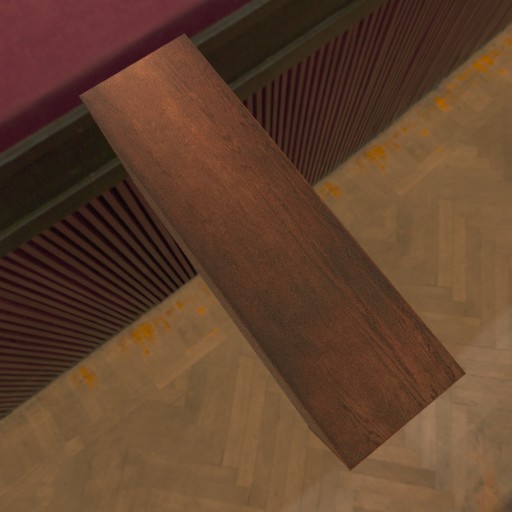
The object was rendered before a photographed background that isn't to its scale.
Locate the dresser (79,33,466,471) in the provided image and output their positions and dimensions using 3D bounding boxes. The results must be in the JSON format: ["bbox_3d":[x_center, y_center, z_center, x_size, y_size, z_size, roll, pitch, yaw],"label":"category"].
[{"bbox_3d":[0.000,0.000,1.892,0.463,0.856,1.551,-35,78,-9],"label":"dresser"}]
